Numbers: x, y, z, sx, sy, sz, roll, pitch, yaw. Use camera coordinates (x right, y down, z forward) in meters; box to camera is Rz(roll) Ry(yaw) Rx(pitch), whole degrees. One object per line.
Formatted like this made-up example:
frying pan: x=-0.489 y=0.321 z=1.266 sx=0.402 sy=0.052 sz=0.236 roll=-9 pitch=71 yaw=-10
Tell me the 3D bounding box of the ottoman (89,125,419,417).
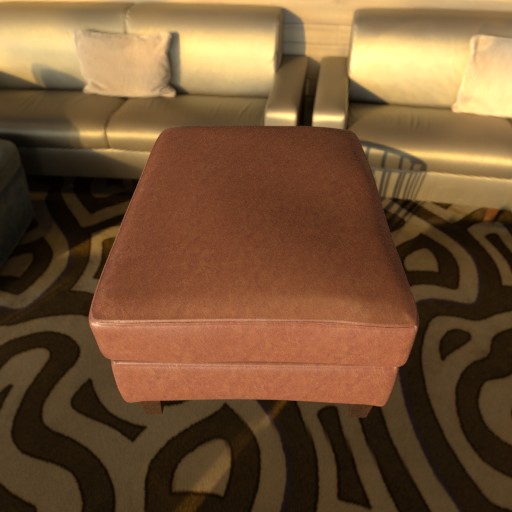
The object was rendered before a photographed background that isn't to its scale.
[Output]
ottoman: x=0.000 y=0.000 z=1.264 sx=0.650 sy=0.485 sz=0.851 roll=1 pitch=41 yaw=1
